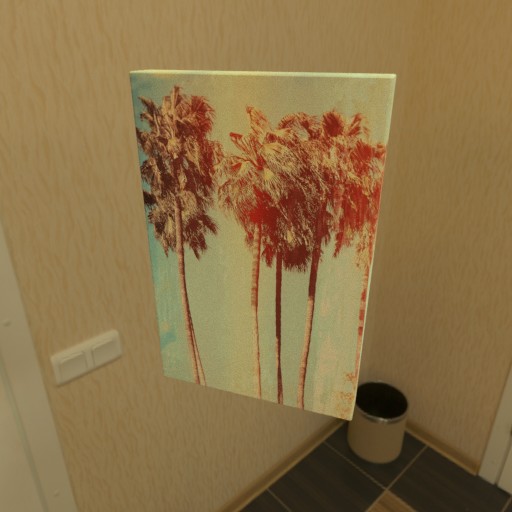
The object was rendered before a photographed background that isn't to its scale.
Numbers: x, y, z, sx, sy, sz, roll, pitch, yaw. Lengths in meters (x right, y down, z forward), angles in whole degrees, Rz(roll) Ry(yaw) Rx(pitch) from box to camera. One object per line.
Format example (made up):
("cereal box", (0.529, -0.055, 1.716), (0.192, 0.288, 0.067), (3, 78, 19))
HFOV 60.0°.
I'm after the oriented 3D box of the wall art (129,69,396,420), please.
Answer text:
("wall art", (0.000, 0.000, 0.496), (0.251, 0.380, 0.039), (8, 27, 17))
